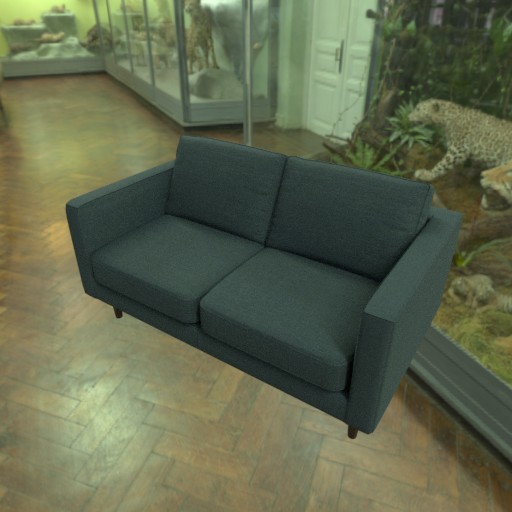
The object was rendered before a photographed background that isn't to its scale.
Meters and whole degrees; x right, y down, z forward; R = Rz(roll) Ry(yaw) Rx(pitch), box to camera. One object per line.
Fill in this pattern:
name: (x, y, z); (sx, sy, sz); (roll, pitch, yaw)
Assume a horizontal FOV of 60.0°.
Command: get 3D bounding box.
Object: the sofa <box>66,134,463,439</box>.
sofa: (0.000, 0.000, 2.228); (1.659, 0.907, 0.999); (19, 35, 29)
